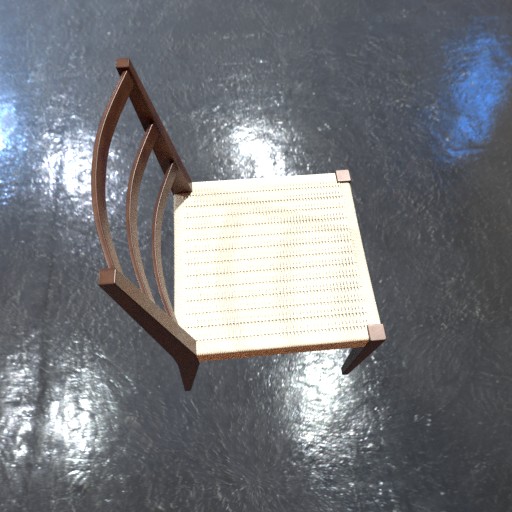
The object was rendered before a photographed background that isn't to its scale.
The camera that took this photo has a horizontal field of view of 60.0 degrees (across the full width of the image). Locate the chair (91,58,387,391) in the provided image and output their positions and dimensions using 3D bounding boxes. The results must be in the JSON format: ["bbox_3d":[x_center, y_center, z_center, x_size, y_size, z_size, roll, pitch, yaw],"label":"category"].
[{"bbox_3d":[0.000,0.000,1.100,0.551,0.813,0.480,-4,63,-2],"label":"chair"}]
